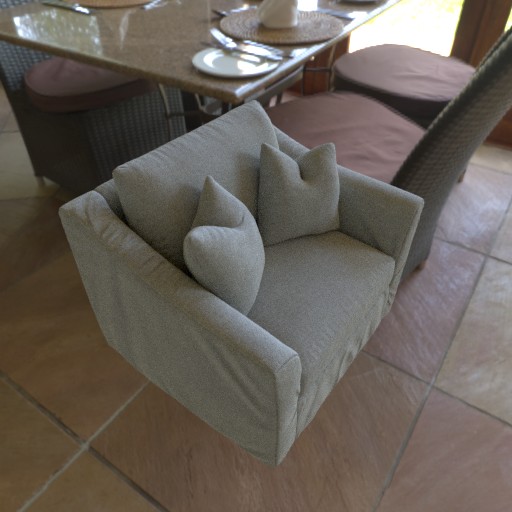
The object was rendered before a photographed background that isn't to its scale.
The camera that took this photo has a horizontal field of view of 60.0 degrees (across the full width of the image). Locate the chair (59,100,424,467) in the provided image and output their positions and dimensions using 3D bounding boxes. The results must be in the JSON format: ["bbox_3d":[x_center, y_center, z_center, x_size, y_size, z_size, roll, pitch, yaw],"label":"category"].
[{"bbox_3d":[0.000,0.000,2.048,1.071,1.059,1.194,27,48,27],"label":"chair"}]
